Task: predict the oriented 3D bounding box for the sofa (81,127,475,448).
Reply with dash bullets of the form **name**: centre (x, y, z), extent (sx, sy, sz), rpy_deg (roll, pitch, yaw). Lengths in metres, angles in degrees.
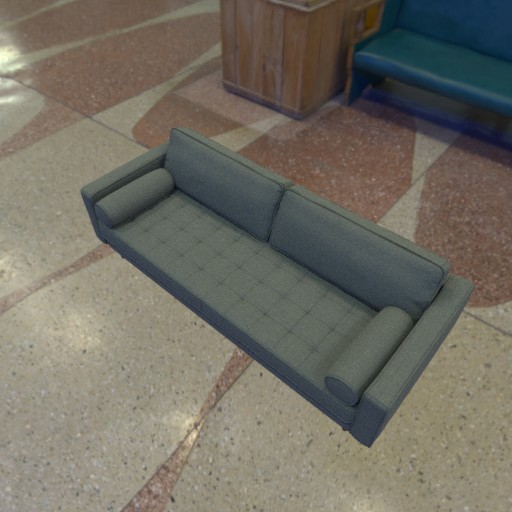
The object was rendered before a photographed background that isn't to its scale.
- **sofa**: centre (0.000, 0.000, 2.644), extent (2.198, 0.762, 0.914), rpy_deg (32, 55, 27)
